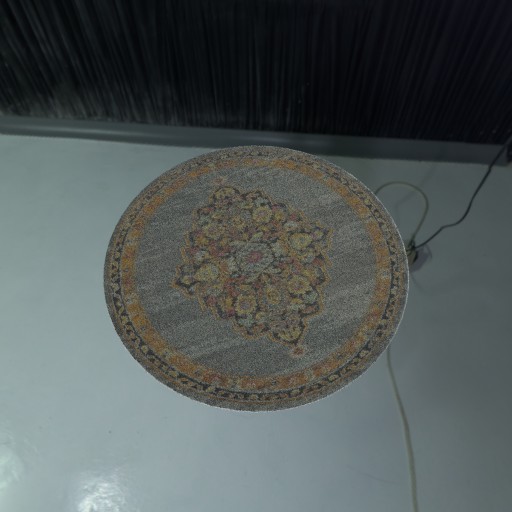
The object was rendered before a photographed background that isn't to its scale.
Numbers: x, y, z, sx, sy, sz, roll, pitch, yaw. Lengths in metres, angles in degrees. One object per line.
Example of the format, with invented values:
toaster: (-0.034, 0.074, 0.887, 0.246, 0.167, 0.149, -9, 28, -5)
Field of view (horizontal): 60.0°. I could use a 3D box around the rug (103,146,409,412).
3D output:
rug: (0.000, 0.000, 2.353, 1.598, 0.010, 1.598, 0, 59, 0)
